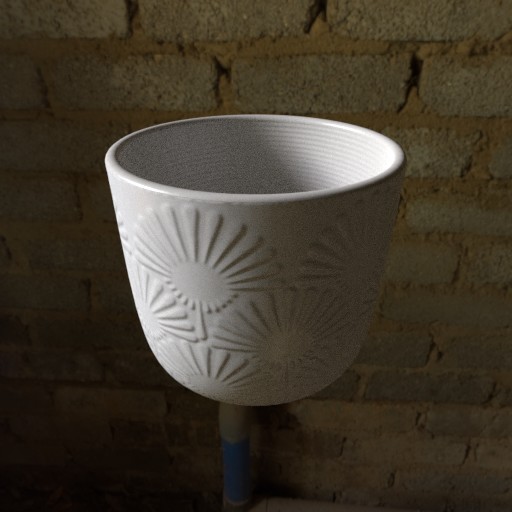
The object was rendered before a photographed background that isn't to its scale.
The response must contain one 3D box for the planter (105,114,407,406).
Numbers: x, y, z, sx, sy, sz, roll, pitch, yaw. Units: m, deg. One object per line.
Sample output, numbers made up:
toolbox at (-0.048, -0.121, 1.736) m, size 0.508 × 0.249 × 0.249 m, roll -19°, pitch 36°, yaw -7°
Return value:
planter at (0.000, 0.000, 0.215) m, size 0.124 × 0.109 × 0.124 m, roll 0°, pitch 29°, yaw 0°
